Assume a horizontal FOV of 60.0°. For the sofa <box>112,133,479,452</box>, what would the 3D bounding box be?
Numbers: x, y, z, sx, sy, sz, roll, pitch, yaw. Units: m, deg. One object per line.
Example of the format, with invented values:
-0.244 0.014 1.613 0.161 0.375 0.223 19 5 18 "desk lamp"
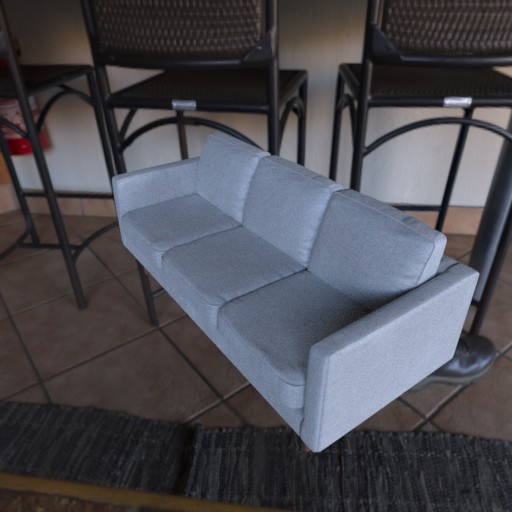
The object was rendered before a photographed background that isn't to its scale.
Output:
0.000 0.000 2.475 0.944 0.918 1.983 -21 38 -30 "sofa"
